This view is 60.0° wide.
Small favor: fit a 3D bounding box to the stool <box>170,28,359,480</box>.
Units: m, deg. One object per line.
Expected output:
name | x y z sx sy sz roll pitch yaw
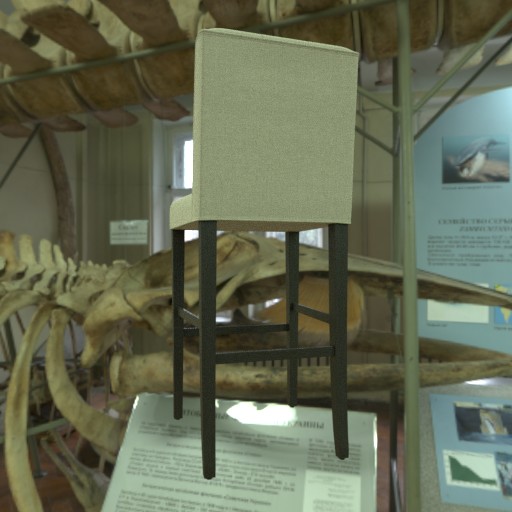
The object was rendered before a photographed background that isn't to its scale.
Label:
stool | 0.000 0.000 1.363 0.474 1.116 0.509 0 0 -17
